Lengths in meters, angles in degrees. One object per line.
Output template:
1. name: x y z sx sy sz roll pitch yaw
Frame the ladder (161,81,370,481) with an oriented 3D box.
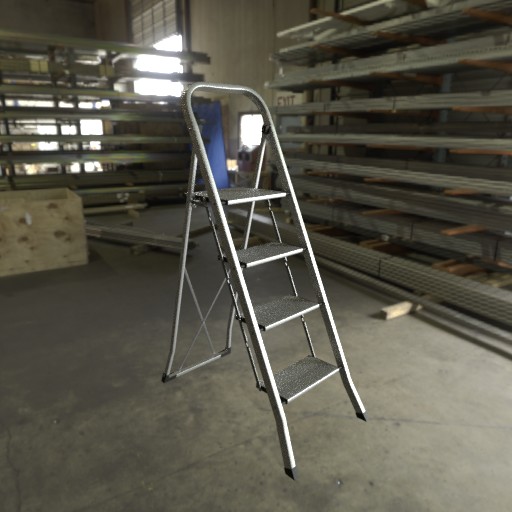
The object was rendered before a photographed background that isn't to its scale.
1. ladder: 0.000 0.000 1.733 0.465 1.290 0.830 -15 21 -43
